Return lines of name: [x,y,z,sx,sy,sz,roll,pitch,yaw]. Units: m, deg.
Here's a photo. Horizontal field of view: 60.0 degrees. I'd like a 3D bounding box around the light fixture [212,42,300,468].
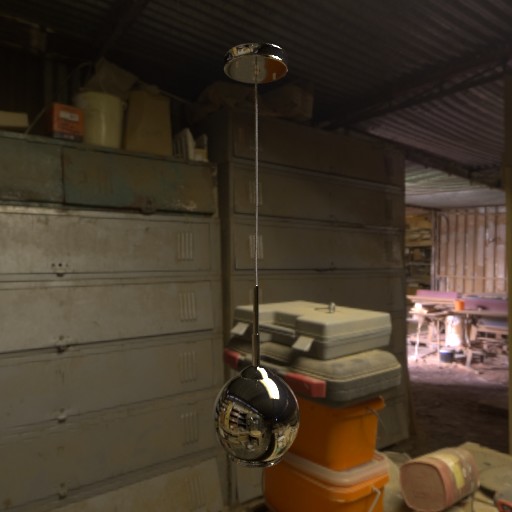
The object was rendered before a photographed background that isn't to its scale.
light fixture: [0.000,0.000,1.715,0.336,1.538,0.336,1,-1,-36]
